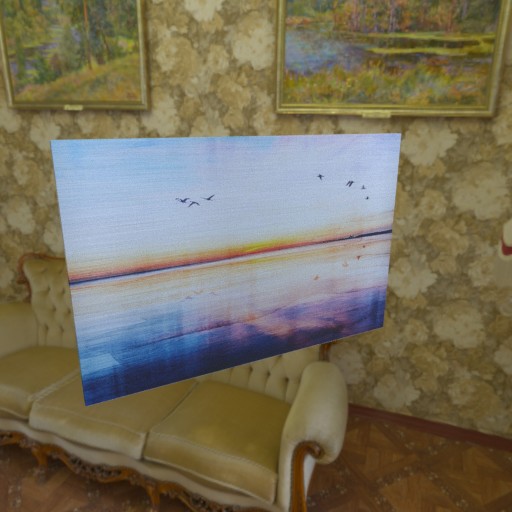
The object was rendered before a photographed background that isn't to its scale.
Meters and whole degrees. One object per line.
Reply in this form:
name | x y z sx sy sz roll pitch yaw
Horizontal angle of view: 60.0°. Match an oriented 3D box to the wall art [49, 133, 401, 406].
wall art | 0.000 0.000 1.447 1.137 0.756 0.034 -9 19 -26
